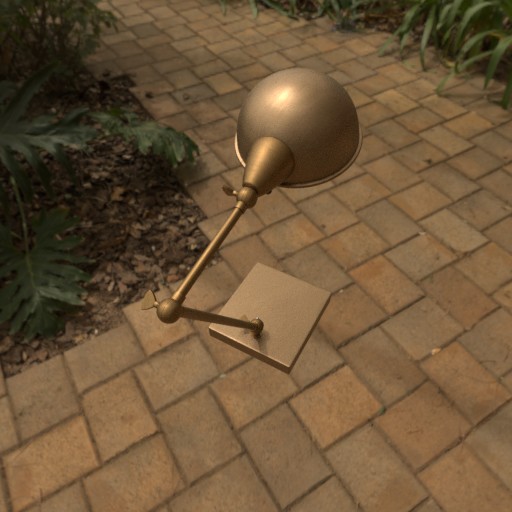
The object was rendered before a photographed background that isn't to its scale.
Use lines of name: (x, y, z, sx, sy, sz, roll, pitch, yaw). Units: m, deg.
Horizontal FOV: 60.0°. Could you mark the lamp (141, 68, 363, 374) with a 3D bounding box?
lamp: (0.000, 0.000, 0.539, 0.149, 0.371, 0.339, 22, 51, 19)
